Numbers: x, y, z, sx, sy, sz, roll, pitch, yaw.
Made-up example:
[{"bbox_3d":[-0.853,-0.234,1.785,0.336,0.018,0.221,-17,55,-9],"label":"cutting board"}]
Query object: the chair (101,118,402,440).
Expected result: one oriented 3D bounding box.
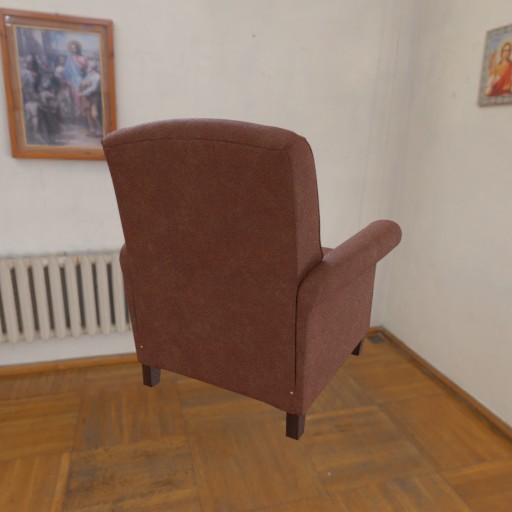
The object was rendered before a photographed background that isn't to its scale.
[{"bbox_3d":[0.000,0.000,1.828,0.978,1.061,0.902,9,17,29],"label":"chair"}]
